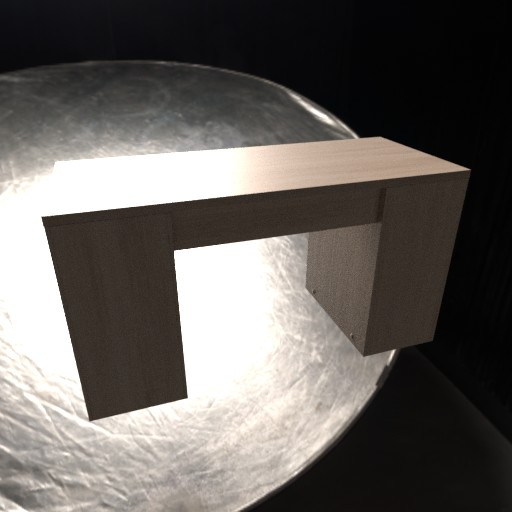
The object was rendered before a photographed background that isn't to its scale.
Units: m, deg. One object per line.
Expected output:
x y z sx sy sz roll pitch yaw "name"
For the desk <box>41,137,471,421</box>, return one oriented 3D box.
0.000 0.000 1.773 1.390 0.740 0.600 -9 28 -16 "desk"
